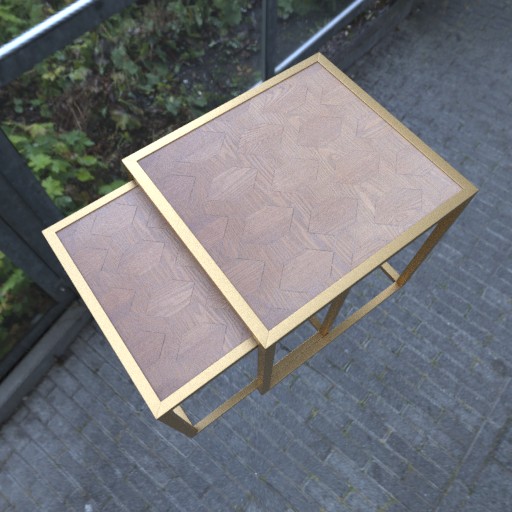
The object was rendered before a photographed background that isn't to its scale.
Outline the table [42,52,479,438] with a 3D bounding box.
[{"bbox_3d":[0.000,0.000,1.115,0.762,0.505,0.505,-34,69,-15],"label":"table"}]
